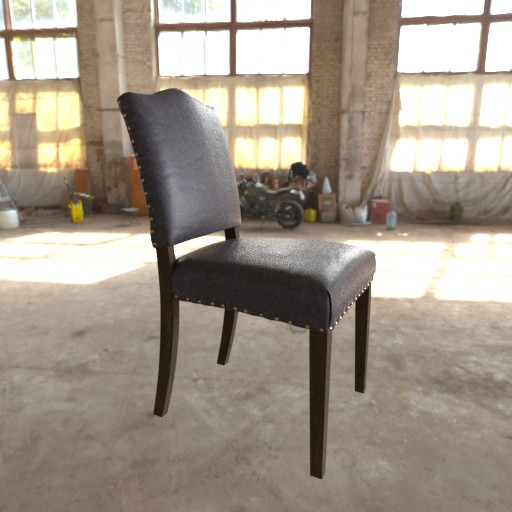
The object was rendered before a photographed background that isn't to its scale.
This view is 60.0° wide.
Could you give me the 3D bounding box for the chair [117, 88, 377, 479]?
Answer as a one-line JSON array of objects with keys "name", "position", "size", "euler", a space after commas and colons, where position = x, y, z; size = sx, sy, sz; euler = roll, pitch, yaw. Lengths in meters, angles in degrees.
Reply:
[{"name": "chair", "position": [0.000, 0.000, 1.345], "size": [0.633, 0.991, 0.500], "euler": [6, 15, 26]}]
